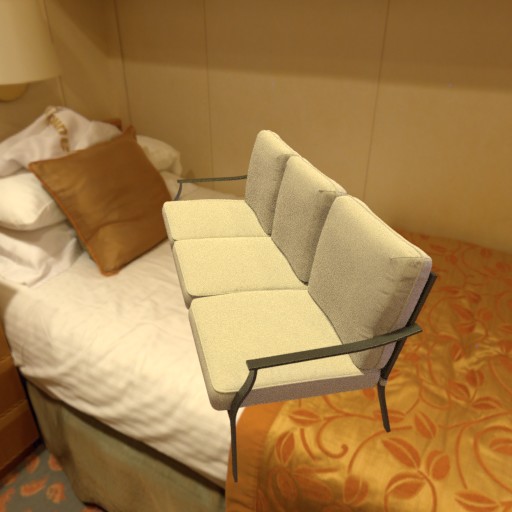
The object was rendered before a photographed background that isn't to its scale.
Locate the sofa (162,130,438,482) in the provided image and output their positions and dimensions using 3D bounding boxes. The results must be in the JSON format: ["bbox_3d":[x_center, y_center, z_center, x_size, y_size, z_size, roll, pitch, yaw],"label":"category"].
[{"bbox_3d":[0.000,0.000,2.222,0.787,0.860,1.740,-8,31,-14],"label":"sofa"}]
